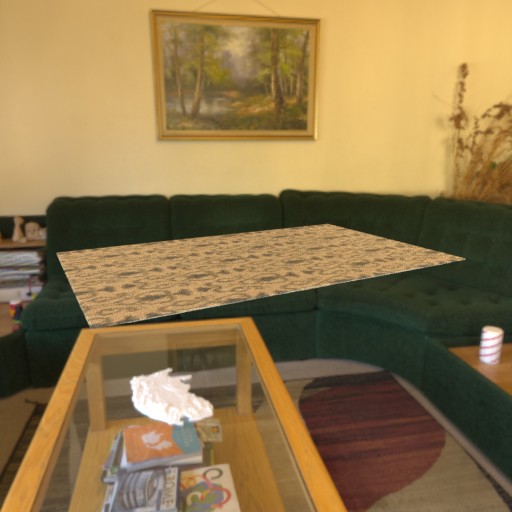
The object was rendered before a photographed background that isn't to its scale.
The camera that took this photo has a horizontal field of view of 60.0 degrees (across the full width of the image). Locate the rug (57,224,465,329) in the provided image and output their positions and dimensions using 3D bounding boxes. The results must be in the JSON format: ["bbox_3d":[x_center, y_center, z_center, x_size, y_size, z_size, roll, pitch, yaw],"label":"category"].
[{"bbox_3d":[0.000,0.000,2.102,1.652,0.006,1.035,-8,16,-28],"label":"rug"}]
